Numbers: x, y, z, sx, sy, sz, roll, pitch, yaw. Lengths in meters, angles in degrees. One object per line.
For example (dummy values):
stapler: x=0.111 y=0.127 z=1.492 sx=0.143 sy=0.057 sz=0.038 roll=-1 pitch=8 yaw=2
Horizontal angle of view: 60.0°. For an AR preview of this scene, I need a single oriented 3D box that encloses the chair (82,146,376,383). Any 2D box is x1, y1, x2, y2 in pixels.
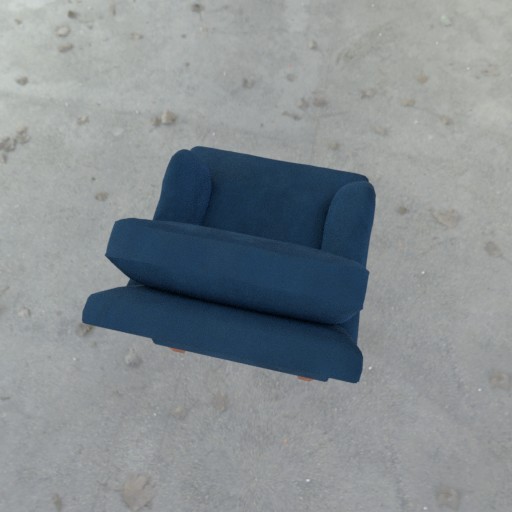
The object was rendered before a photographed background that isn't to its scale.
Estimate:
chair: x=0.000 y=0.000 z=1.889 sx=0.895 sy=1.076 sz=1.078 roll=11 pitch=64 yaw=6
